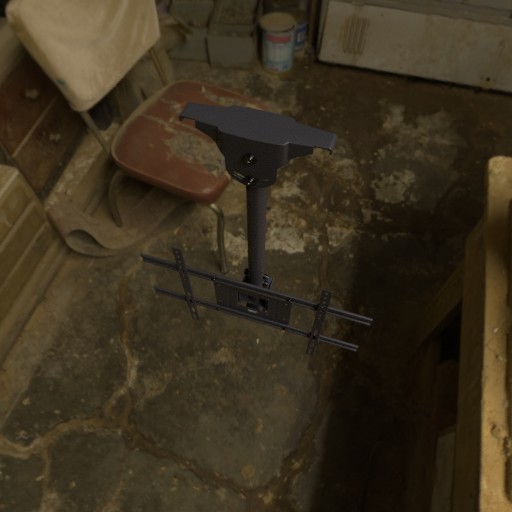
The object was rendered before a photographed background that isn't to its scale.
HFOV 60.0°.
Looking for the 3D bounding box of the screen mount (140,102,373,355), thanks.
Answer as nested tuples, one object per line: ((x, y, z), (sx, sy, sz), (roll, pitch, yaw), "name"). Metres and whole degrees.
((0.000, 0.000, 1.035), (0.595, 0.775, 0.090), (15, 59, 9), "screen mount")
